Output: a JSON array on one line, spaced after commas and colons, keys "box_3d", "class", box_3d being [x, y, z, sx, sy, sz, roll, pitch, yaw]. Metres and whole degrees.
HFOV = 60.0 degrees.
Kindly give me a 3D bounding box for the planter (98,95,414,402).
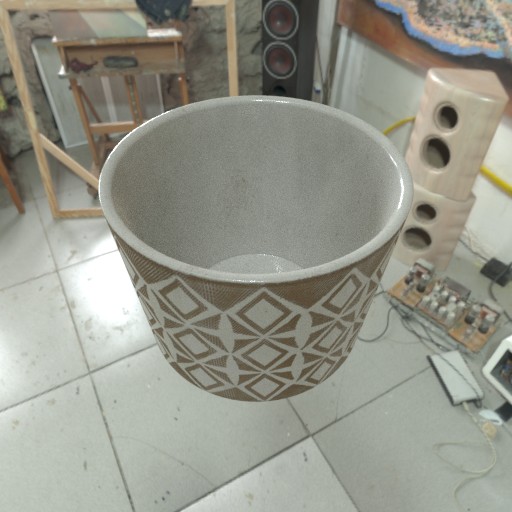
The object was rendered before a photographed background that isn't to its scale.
[{"box_3d": [0.000, 0.000, 0.454, 0.260, 0.220, 0.260, 0, 46, 0], "class": "planter"}]
